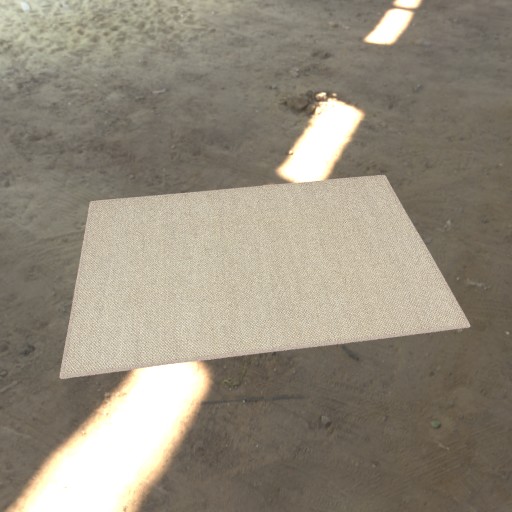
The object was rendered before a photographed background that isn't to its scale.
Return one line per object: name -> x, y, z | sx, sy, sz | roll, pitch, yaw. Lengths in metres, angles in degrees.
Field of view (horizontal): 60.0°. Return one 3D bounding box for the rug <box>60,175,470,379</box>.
rug -> 0.000, 0.000, 2.140 | 1.676, 0.013, 1.067 | -6, 47, -6
